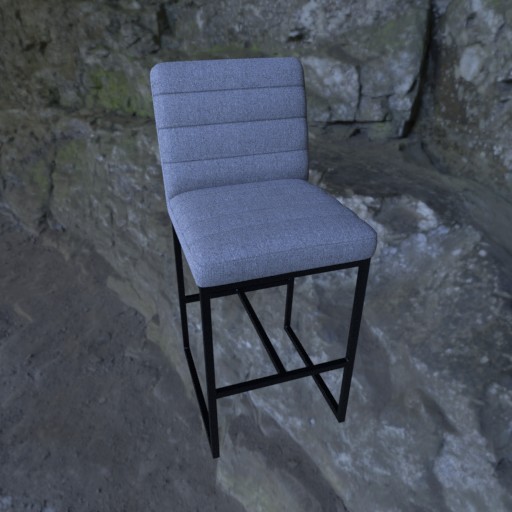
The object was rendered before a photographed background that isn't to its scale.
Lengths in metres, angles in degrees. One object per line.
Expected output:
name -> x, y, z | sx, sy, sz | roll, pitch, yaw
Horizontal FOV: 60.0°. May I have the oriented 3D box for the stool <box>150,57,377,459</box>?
stool -> 0.000, 0.000, 1.328 | 0.459, 1.034, 0.571 | -9, 32, -15
